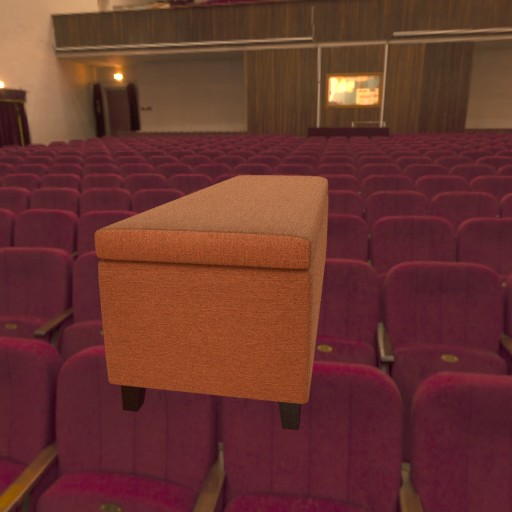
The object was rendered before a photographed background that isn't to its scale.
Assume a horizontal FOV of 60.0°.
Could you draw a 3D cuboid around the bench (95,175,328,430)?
[{"bbox_3d":[0.000,0.000,1.489,0.446,0.438,1.269,3,15,10],"label":"bench"}]
